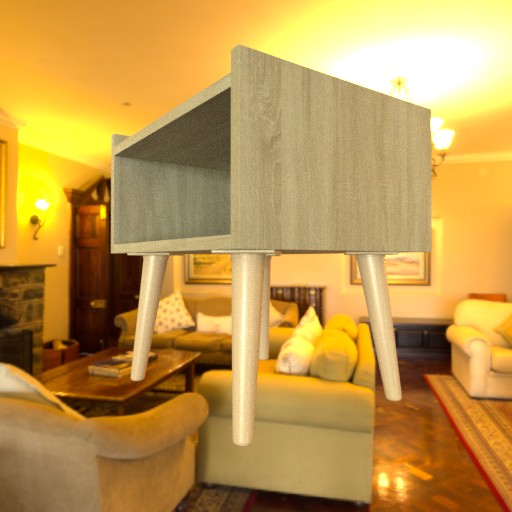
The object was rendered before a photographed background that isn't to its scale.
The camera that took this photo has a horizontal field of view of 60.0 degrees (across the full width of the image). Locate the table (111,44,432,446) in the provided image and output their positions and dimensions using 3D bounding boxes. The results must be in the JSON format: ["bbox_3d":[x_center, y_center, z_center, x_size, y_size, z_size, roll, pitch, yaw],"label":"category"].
[{"bbox_3d":[0.000,0.000,0.785,0.370,0.470,0.450,0,-1,-36],"label":"table"}]
